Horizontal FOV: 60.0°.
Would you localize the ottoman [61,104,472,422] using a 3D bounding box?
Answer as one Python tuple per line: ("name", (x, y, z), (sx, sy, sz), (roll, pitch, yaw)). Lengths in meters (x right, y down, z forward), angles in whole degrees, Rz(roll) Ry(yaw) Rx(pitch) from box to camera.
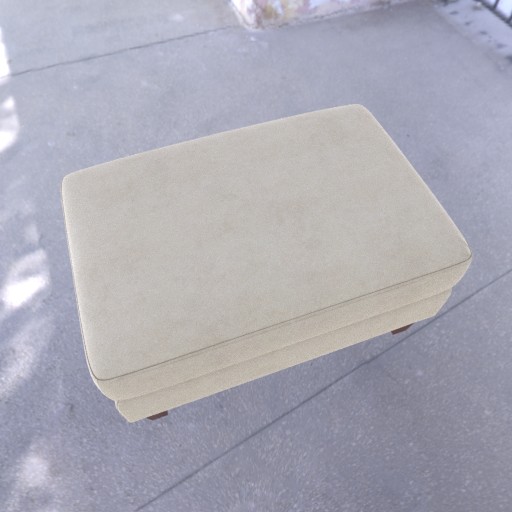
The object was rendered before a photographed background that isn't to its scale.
("ottoman", (0.000, 0.000, 1.184), (0.864, 0.483, 0.584), (-17, 59, -11))
